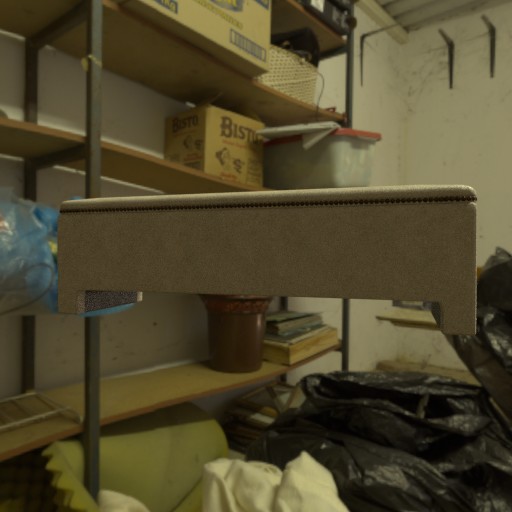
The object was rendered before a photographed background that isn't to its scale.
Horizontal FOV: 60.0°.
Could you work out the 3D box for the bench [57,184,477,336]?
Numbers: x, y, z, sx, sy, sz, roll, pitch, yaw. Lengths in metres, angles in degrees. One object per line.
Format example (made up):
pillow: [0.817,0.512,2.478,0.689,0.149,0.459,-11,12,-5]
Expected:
bench: [0.000,0.000,1.702,1.482,0.447,0.470,0,1,18]
